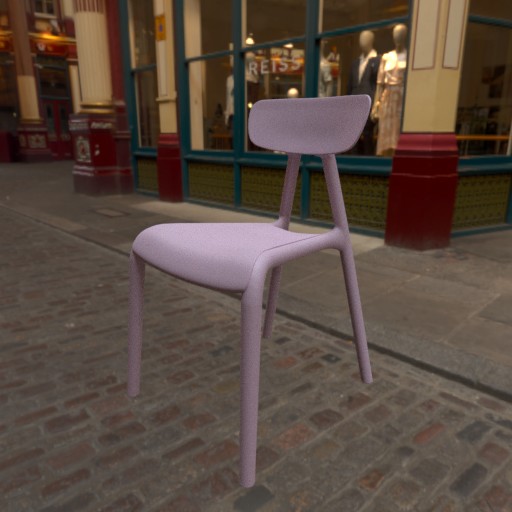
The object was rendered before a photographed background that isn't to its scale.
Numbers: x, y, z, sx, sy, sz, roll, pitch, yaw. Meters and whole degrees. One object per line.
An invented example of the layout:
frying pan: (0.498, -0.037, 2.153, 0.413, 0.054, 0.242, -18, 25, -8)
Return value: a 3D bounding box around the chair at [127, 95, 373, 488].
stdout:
chair: (0.000, 0.000, 0.839, 0.356, 0.580, 0.401, 16, 23, 42)
